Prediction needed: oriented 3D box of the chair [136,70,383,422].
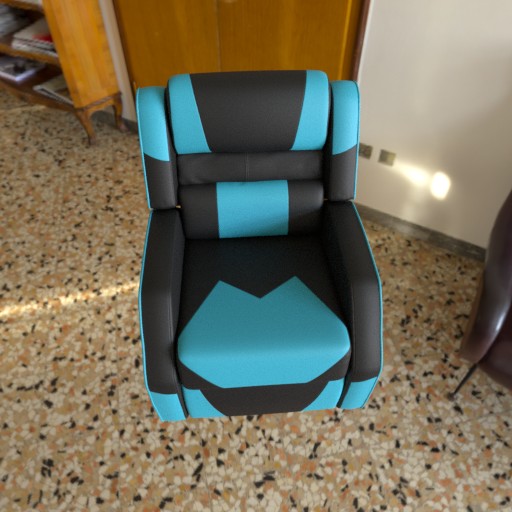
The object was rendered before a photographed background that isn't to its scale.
[{"bbox_3d":[0.000,0.000,1.275,0.620,0.805,0.672,-3,47,-3],"label":"chair"}]
